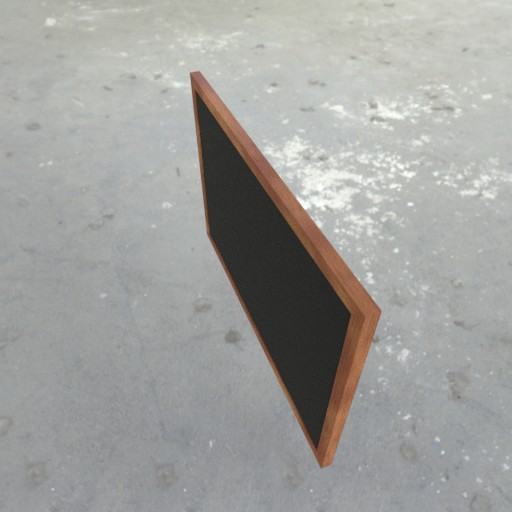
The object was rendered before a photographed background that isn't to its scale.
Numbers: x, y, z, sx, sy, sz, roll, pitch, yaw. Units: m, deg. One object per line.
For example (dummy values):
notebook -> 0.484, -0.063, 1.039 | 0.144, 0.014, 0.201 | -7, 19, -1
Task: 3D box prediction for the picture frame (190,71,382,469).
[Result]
picture frame -> 0.000, 0.000, 1.212 | 0.029, 0.640, 0.950 | -16, 48, -15
